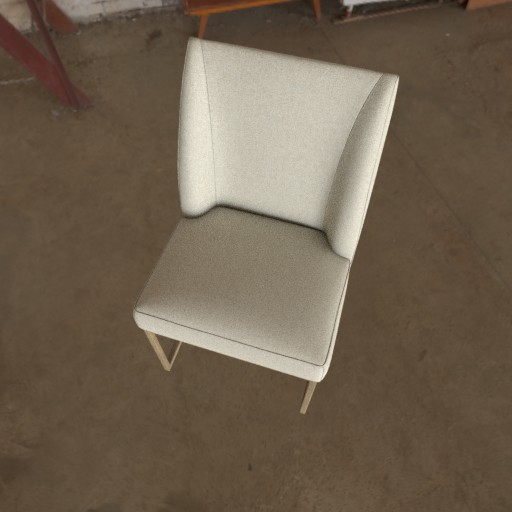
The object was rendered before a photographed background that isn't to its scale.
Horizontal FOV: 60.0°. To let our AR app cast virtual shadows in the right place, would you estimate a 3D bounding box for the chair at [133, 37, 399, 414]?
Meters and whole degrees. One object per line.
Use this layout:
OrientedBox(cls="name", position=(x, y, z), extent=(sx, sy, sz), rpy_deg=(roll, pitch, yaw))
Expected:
OrientedBox(cls="chair", position=(0.000, 0.000, 1.183), extent=(0.508, 0.863, 0.522), rpy_deg=(15, 59, 9))
